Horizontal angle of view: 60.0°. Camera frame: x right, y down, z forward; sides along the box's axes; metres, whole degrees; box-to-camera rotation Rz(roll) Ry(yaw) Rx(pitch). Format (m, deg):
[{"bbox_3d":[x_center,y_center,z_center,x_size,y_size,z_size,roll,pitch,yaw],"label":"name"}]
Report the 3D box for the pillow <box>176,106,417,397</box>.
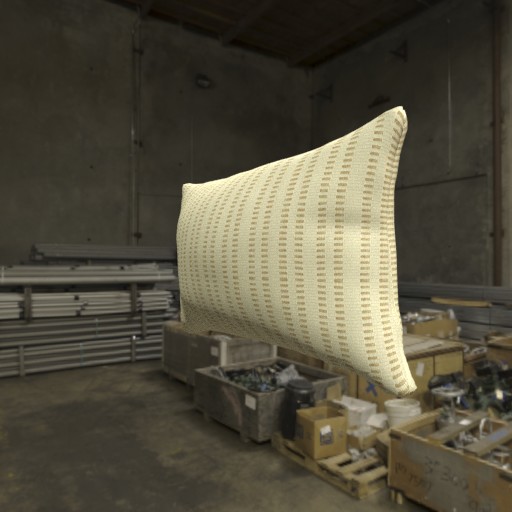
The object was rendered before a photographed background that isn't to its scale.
[{"bbox_3d":[0.000,0.000,0.790,0.210,0.353,0.640,1,-1,-34],"label":"pillow"}]
